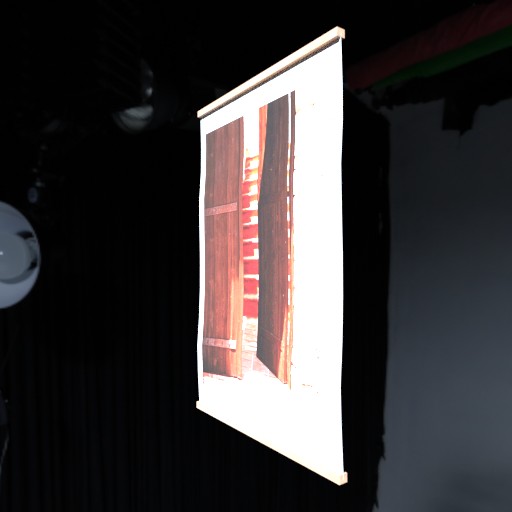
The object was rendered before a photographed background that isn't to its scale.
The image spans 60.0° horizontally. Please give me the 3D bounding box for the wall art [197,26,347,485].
[{"bbox_3d":[0.000,0.000,0.630,0.012,0.508,0.332,1,-2,-35],"label":"wall art"}]
